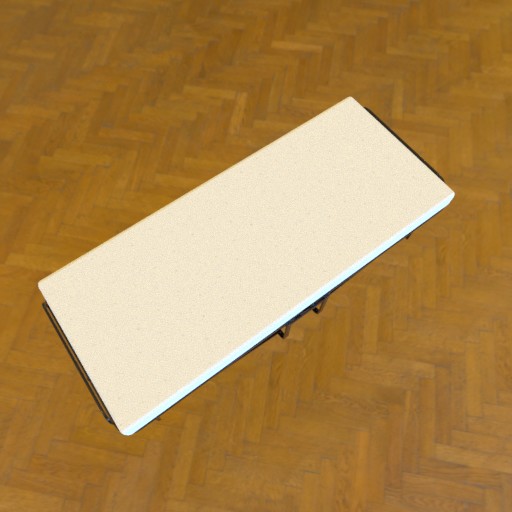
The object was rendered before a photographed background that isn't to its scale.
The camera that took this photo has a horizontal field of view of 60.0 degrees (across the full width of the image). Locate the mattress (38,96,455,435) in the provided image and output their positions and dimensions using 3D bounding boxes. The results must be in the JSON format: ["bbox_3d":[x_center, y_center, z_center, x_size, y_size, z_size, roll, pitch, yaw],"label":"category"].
[{"bbox_3d":[0.000,0.000,2.551,2.153,0.519,0.922,-34,70,-14],"label":"mattress"}]
